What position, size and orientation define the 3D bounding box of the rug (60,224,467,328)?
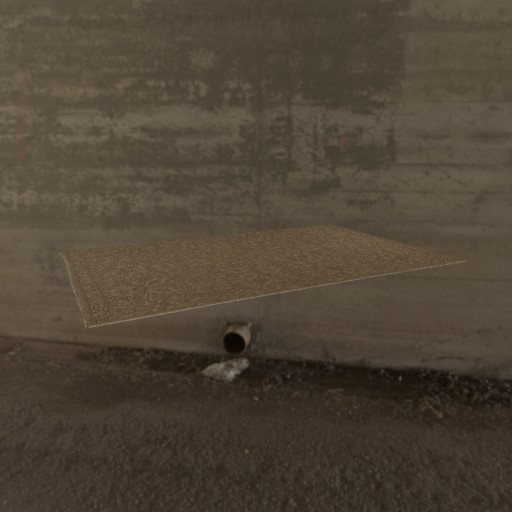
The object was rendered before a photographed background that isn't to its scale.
[{"bbox_3d":[0.000,0.000,3.103,2.435,0.012,1.529,-7,16,-26],"label":"rug"}]
